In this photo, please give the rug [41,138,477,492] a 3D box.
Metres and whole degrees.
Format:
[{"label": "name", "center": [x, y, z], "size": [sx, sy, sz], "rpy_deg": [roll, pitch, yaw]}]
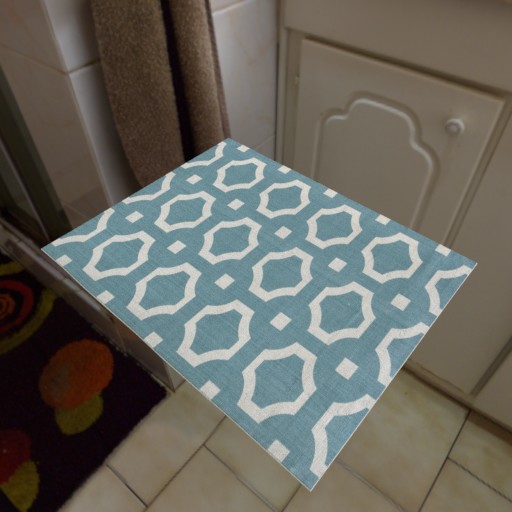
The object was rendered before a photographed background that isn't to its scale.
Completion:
[{"label": "rug", "center": [0.000, 0.000, 3.973], "size": [3.049, 0.021, 2.466], "rpy_deg": [33, 55, 27]}]
